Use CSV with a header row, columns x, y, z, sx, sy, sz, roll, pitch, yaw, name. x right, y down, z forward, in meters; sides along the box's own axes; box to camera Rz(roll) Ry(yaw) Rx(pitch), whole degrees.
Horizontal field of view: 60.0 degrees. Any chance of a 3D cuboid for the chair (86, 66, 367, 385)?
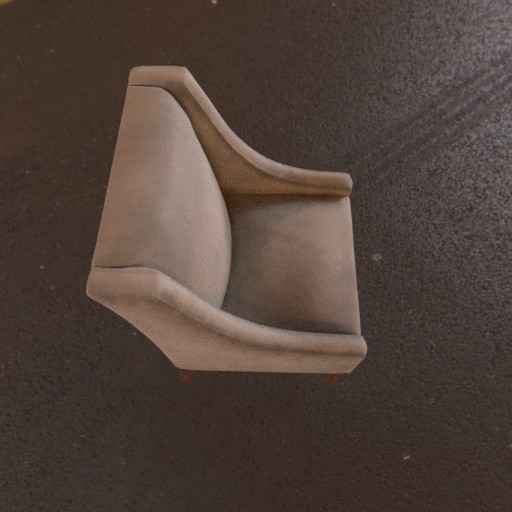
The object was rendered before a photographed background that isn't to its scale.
x,y,z,sx,sy,sz,roll,pitch,yaw,name
0.000,0.000,1.344,0.629,0.895,0.629,1,64,1,chair
